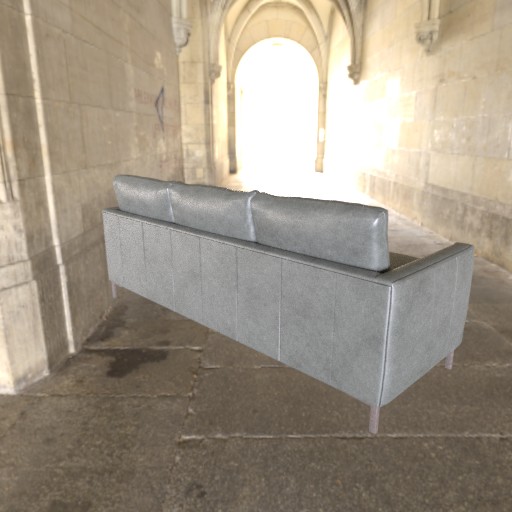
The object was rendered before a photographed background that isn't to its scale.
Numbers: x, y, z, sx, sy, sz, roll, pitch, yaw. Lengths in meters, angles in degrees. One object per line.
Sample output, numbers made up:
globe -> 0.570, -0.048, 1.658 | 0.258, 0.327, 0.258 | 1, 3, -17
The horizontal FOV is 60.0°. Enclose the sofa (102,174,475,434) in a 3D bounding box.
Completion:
sofa -> 0.000, 0.000, 2.378 | 0.748, 0.805, 2.029 | -15, 21, -43
